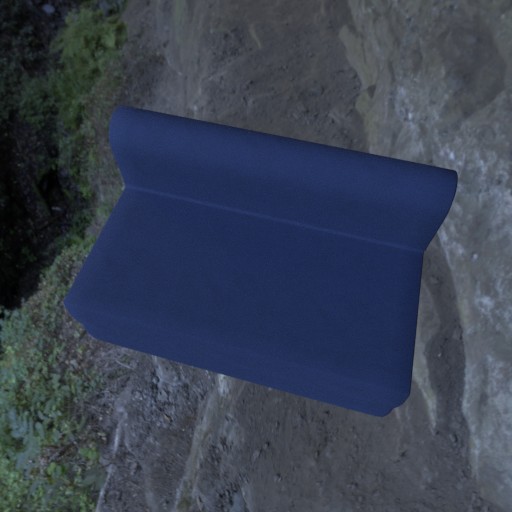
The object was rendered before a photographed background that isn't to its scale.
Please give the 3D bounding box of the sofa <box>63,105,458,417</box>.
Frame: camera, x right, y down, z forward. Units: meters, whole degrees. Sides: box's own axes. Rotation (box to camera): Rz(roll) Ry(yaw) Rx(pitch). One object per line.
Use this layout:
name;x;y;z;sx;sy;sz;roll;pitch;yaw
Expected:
sofa;0.000;0.000;1.662;1.219;0.660;0.762;13;60;8
